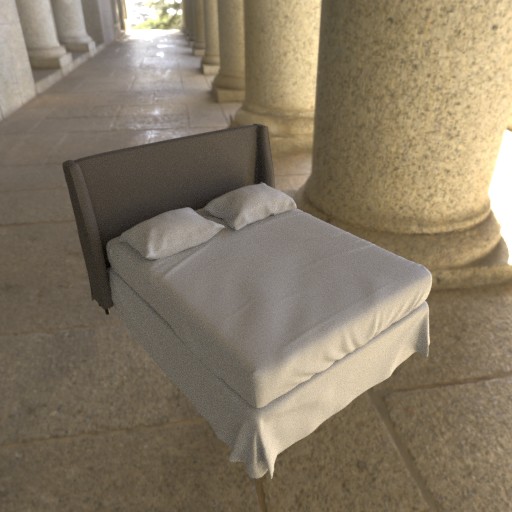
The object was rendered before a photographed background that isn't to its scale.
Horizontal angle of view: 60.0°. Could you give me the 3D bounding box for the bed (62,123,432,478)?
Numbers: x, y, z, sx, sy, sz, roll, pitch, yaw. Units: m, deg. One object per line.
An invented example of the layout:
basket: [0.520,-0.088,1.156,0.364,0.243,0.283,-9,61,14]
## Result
bed: [0.000,0.000,3.372,1.925,1.332,2.276,-22,37,-33]
